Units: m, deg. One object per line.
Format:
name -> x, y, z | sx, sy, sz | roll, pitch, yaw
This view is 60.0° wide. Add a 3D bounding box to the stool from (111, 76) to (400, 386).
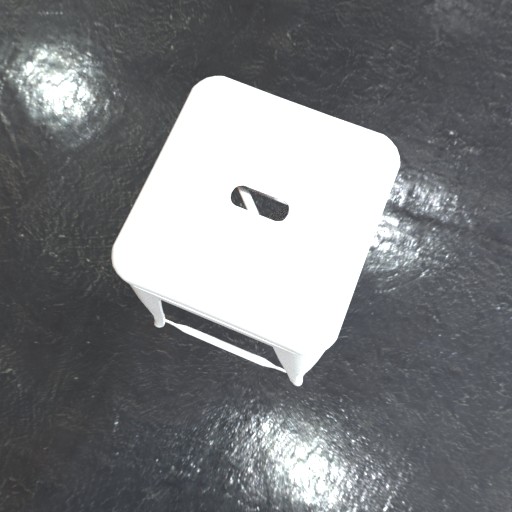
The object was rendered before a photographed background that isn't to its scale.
stool -> 0.000, 0.000, 0.865 | 0.406, 0.610, 0.406 | 22, 78, 5
